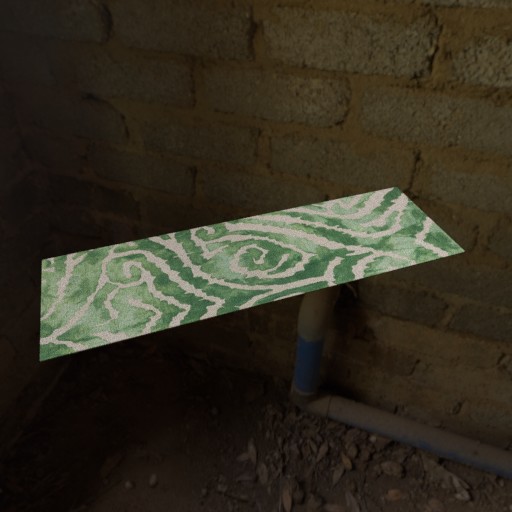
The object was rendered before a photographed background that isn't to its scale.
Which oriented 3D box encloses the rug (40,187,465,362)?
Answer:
[{"bbox_3d":[0.000,0.000,2.675,2.438,0.006,0.761,-13,43,-14],"label":"rug"}]
